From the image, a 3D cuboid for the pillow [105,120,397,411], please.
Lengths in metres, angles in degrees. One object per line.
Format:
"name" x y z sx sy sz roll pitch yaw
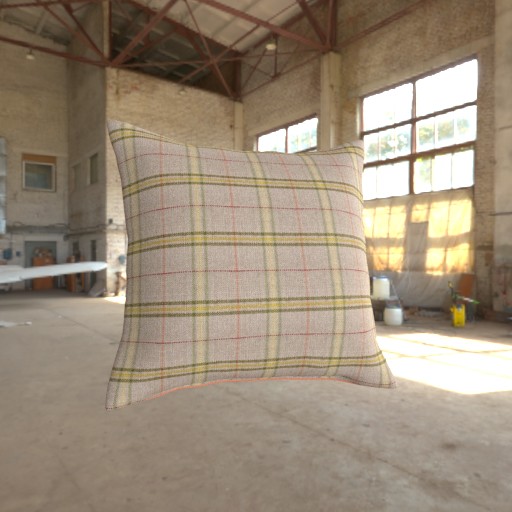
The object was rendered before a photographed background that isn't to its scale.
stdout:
"pillow" 0.000 0.000 0.705 0.453 0.430 0.200 0 0 -17
